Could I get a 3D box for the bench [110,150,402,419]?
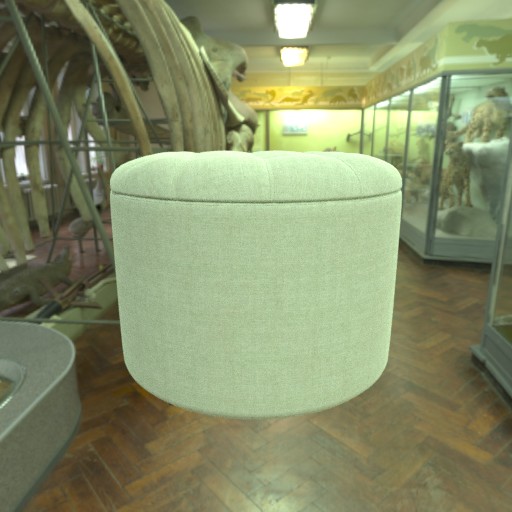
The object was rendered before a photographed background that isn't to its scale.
[{"bbox_3d":[0.000,0.000,0.989,0.600,0.453,0.600,0,15,0],"label":"bench"}]
